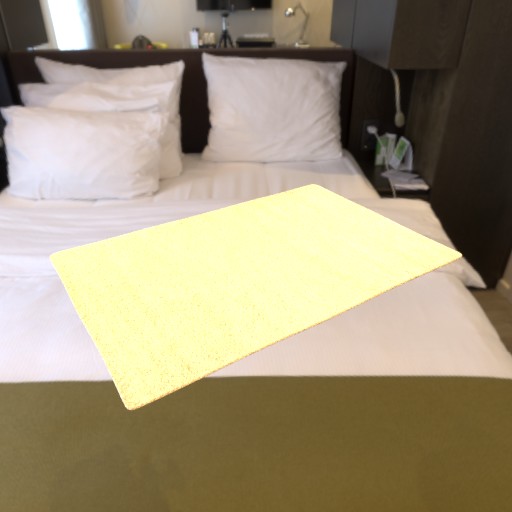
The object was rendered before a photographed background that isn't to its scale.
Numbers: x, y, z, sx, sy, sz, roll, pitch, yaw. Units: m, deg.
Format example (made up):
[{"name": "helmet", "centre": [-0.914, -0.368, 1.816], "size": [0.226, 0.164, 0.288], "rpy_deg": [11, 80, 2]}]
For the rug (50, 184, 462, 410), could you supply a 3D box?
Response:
[{"name": "rug", "centre": [0.000, 0.000, 3.456], "size": [2.698, 0.025, 1.798], "rpy_deg": [-19, 36, -28]}]
